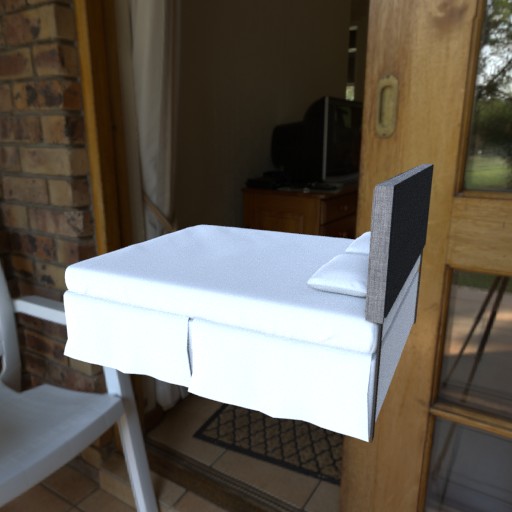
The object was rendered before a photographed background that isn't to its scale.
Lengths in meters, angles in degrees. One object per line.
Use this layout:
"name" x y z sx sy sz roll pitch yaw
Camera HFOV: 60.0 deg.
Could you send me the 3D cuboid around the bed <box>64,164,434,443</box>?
"bed" 0.000 0.000 2.947 1.958 1.168 1.621 7 17 25
